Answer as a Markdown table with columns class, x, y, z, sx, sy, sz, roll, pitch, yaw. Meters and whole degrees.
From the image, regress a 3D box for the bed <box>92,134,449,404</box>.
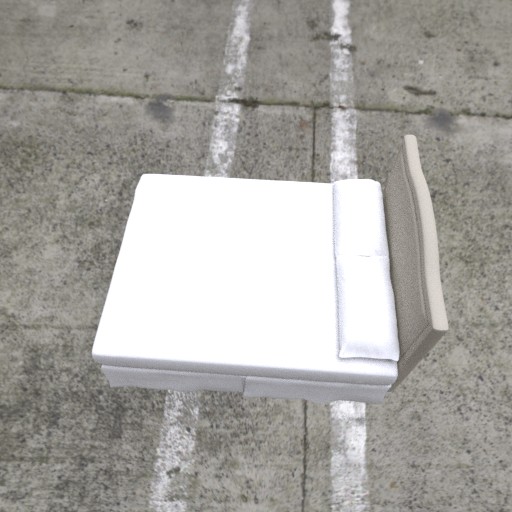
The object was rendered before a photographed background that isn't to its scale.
| class | x | y | z | sx | sy | sz | roll | pitch | yaw |
| --- | --- | --- | --- | --- | --- | --- | --- | --- | --- |
| bed | 0.000 | 0.000 | 3.706 | 2.477 | 1.437 | 1.977 | 4 | 58 | 2 |
